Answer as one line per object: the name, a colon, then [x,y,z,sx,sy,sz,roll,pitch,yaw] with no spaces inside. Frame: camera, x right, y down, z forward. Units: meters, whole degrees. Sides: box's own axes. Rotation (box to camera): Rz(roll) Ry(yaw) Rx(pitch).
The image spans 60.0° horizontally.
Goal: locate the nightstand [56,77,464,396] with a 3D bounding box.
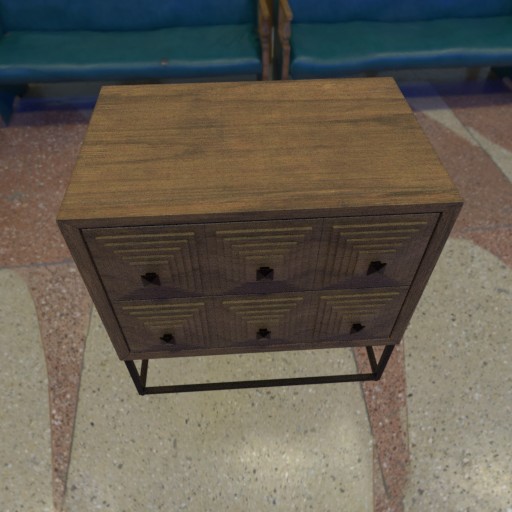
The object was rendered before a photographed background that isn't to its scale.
nightstand: [0.000,0.000,1.008,0.610,0.610,0.437,-3,48,-3]
